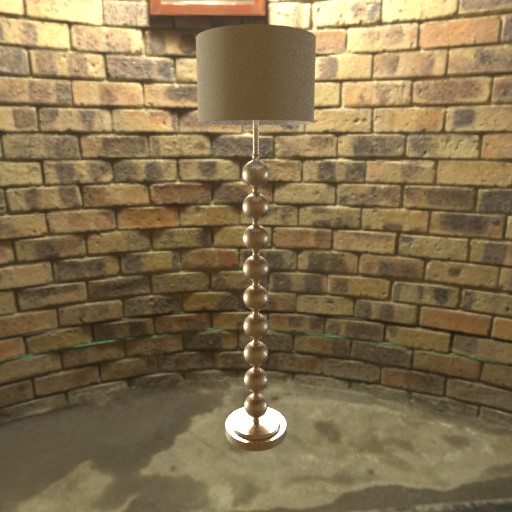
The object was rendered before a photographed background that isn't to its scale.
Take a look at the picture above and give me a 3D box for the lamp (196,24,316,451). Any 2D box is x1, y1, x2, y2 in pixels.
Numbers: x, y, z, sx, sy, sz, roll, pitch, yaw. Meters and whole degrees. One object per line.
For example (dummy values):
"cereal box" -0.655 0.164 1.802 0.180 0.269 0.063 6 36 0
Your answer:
"lamp" 0.000 0.000 1.631 0.394 1.474 0.394 -13 19 -42
